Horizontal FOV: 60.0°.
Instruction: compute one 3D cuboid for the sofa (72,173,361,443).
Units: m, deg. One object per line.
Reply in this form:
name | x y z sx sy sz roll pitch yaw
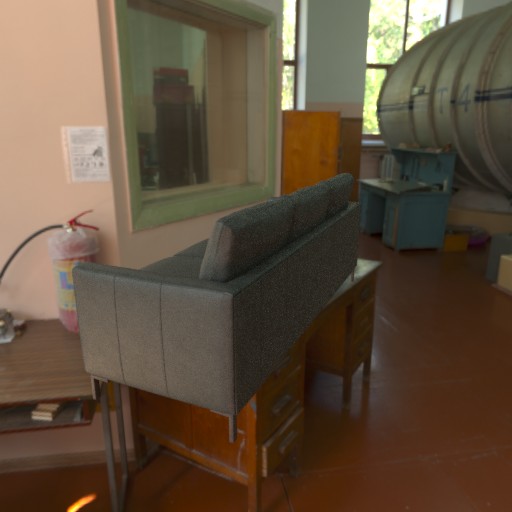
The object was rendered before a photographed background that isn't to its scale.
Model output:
sofa | 0.000 0.000 2.475 0.748 0.805 2.029 7 17 23
